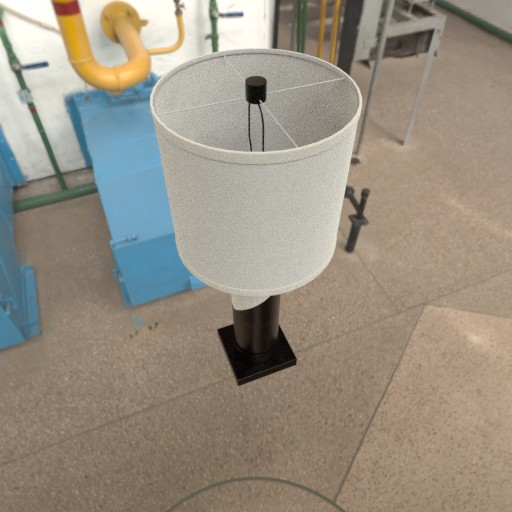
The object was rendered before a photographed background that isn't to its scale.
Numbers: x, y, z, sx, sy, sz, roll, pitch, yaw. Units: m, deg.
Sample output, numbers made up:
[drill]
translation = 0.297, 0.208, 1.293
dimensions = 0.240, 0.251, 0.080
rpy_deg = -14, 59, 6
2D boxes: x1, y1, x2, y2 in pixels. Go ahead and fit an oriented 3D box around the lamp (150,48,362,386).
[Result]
[lamp]
translation = 0.000, 0.000, 0.622
dimensions = 0.211, 0.509, 0.211
rpy_deg = -16, 50, -14
